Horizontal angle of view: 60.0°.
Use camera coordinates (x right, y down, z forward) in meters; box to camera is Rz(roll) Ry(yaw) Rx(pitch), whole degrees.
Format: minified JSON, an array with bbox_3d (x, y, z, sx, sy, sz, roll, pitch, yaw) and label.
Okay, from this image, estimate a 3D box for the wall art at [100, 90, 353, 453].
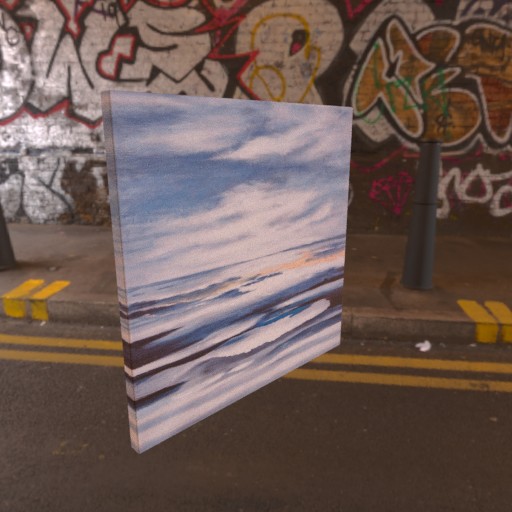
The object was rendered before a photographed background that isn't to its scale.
[{"bbox_3d":[0.000,0.000,1.129,0.747,0.747,0.035,-15,21,-42],"label":"wall art"}]
